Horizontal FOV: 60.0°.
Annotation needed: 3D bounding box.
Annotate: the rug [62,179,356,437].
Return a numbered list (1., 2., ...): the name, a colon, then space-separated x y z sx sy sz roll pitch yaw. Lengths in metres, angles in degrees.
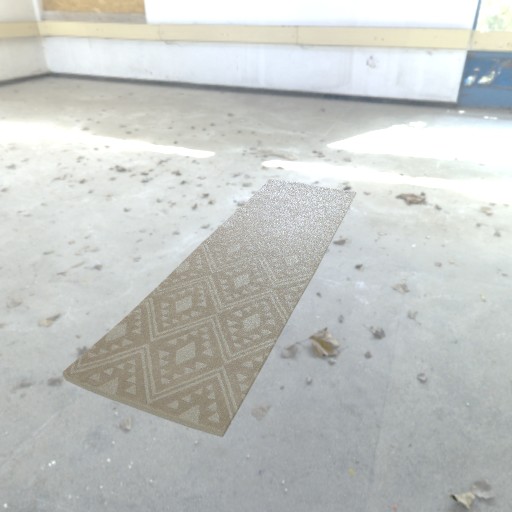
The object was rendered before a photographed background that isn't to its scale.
1. rug: 0.000 0.000 2.683 0.752 0.051 2.452 12 33 19
